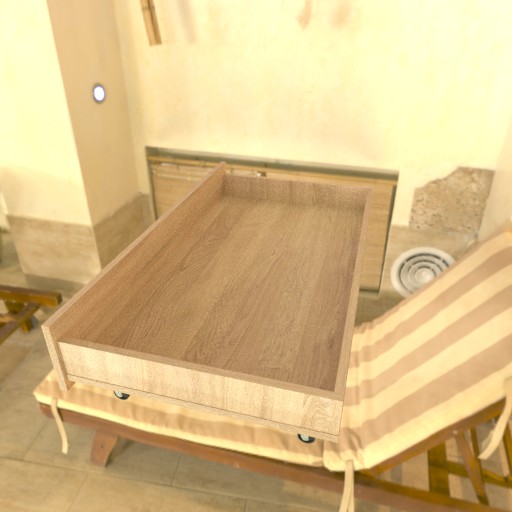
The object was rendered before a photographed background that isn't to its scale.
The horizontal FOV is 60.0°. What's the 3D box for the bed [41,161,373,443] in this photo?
[{"bbox_3d":[0.000,0.000,1.461,0.685,0.209,1.200,8,31,14],"label":"bed"}]
